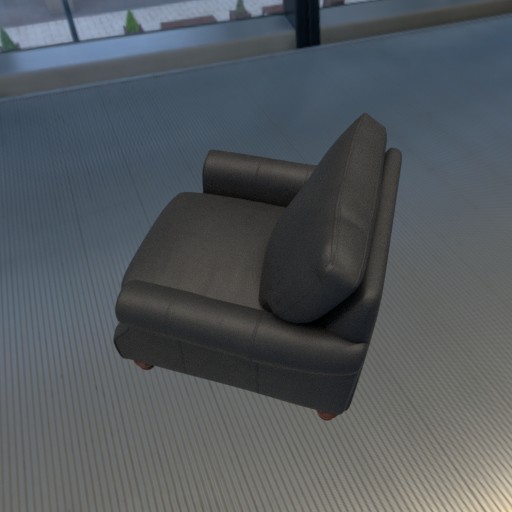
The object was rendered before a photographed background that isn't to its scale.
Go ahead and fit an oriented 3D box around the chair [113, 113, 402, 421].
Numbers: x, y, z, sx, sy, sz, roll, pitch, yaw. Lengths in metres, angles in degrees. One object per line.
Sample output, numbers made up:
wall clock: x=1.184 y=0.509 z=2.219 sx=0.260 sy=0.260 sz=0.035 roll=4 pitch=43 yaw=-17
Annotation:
chair: x=0.000 y=0.000 z=1.789 sx=1.027 sy=0.960 sz=1.015 roll=16 pitch=50 yaw=14
